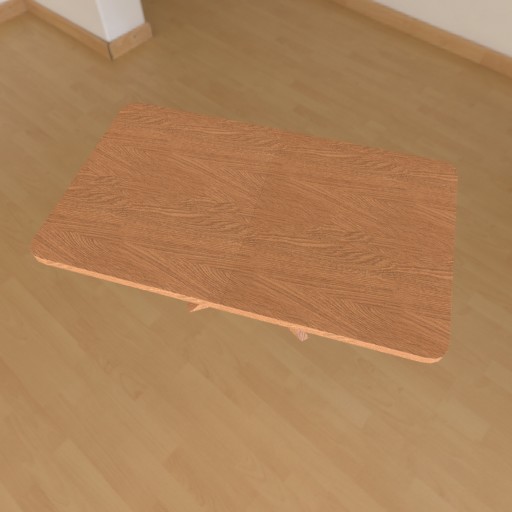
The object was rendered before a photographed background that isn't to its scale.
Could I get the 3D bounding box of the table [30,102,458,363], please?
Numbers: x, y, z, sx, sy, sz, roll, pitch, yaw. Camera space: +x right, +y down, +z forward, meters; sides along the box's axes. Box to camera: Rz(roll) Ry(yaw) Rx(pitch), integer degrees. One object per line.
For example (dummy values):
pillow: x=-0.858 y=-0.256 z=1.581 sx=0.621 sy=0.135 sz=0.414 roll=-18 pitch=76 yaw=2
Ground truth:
table: x=0.000 y=0.000 z=2.163 sx=1.600 sy=0.770 sz=0.950 roll=13 pitch=58 yaw=9
